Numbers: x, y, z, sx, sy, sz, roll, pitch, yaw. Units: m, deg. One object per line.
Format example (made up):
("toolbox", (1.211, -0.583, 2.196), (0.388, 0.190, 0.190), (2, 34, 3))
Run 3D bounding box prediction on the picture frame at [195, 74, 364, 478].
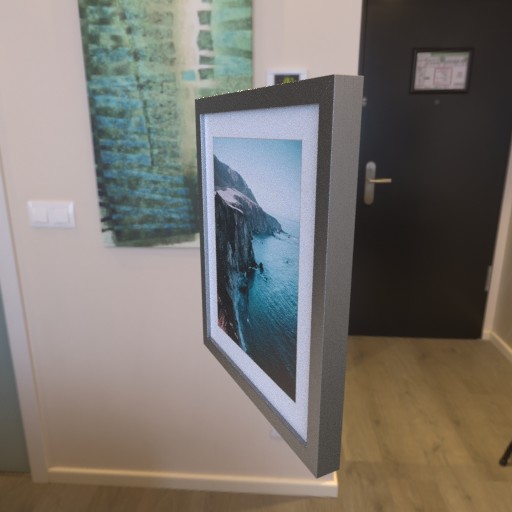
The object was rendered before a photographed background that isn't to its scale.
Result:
("picture frame", (0.000, 0.000, 1.381), (0.073, 0.968, 0.839), (-8, 18, -26))
